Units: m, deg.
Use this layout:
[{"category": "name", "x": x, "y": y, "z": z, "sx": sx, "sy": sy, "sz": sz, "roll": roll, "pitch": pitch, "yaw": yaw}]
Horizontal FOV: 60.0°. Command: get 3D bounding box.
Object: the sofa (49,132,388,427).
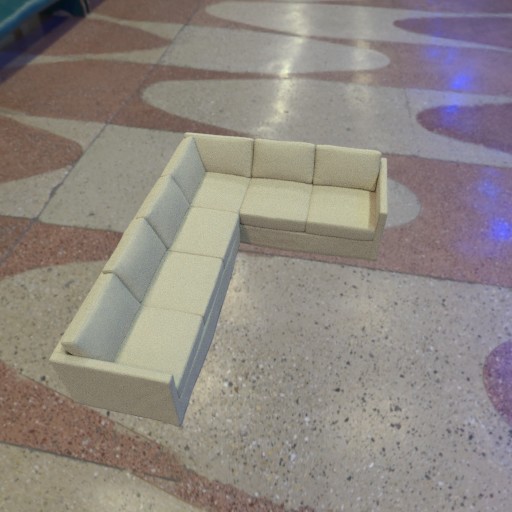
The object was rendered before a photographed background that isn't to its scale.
[{"category": "sofa", "x": 0.000, "y": 0.000, "z": 4.289, "sx": 2.432, "sy": 0.871, "sz": 3.182, "roll": 8, "pitch": 46, "yaw": 8}]
